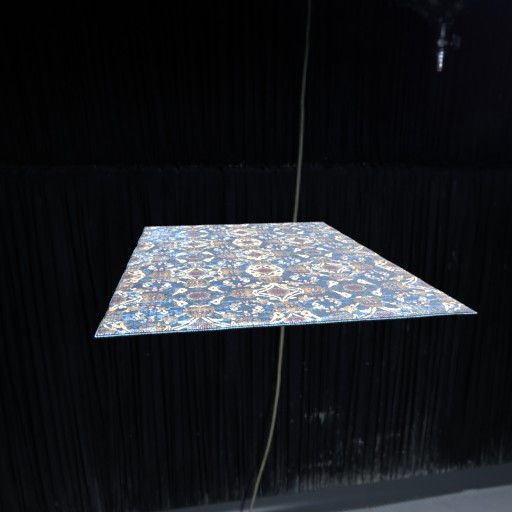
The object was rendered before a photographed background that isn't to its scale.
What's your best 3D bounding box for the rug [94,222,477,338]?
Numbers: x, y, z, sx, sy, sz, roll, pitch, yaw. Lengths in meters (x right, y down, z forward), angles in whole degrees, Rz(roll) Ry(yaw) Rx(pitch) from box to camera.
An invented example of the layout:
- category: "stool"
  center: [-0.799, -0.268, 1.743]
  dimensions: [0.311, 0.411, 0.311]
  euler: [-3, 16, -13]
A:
- category: "rug"
  center: [0.000, 0.000, 2.825]
  dimensions: [1.567, 0.014, 2.207]
  euler: [-2, 15, -9]
